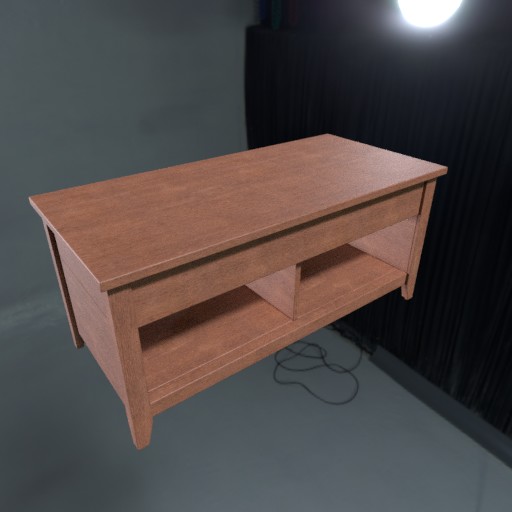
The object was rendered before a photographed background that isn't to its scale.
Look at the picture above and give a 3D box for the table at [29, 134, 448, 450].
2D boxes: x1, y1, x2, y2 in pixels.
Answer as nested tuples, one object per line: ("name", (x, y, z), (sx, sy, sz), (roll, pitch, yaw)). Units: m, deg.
("table", (0.000, 0.000, 1.283), (1.016, 0.457, 0.483), (-20, 35, -32))
